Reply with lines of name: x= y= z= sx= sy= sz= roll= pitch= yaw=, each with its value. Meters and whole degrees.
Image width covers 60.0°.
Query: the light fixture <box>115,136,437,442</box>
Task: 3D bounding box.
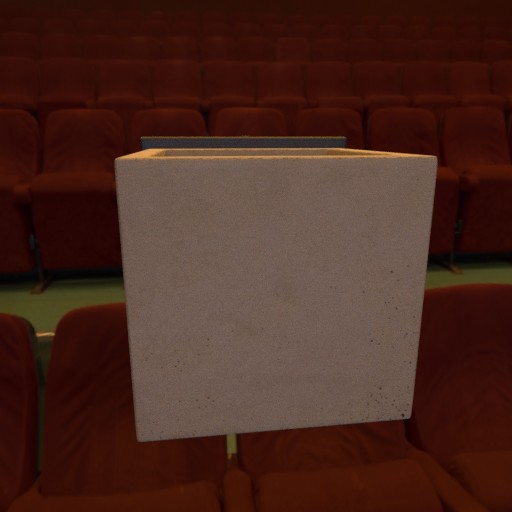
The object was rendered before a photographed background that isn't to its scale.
light fixture: x=0.000 y=0.000 z=0.232 sx=0.121 sy=0.121 sz=0.143 roll=-2 pitch=15 yaw=-7
